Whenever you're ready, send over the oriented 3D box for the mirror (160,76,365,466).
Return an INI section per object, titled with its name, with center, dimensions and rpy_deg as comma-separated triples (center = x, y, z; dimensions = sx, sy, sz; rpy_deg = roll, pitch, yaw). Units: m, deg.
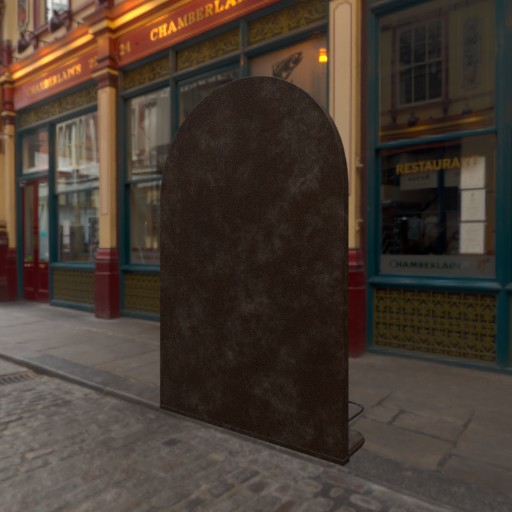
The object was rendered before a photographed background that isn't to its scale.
[mirror]
center = 0.000, 0.000, 1.020
dimensions = 0.510, 0.770, 0.137
rpy_deg = 0, 0, 37
